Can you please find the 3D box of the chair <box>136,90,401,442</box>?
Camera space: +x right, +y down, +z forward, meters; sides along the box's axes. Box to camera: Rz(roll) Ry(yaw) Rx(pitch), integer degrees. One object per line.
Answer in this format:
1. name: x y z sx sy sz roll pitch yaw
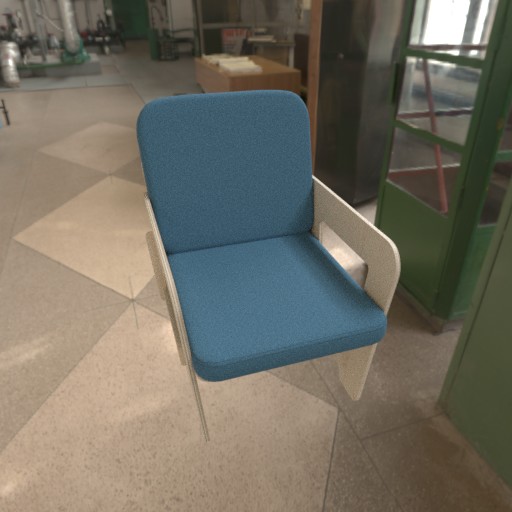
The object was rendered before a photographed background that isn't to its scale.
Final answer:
1. chair: 0.000 0.000 1.205 0.547 0.747 0.657 -10 32 -15
